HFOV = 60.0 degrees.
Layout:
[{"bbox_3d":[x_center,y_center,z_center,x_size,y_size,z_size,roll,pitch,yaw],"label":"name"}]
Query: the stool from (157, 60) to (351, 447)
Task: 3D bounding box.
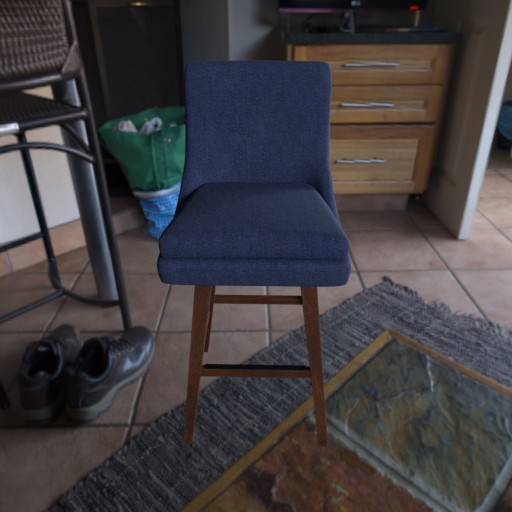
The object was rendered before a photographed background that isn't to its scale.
[{"bbox_3d":[0.000,0.000,1.377,0.489,1.068,0.572,1,29,1],"label":"stool"}]
